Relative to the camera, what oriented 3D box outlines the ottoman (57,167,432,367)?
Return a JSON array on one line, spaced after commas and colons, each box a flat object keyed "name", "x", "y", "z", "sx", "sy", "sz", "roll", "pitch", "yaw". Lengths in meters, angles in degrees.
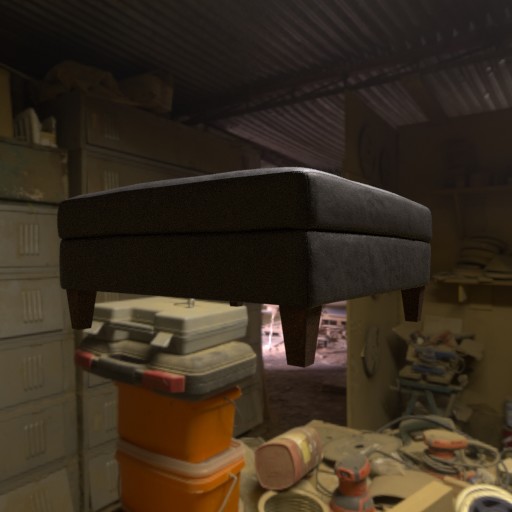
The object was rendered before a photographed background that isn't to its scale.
[{"name": "ottoman", "x": 0.000, "y": 0.000, "z": 1.343, "sx": 0.844, "sy": 0.415, "sz": 0.836, "roll": 0, "pitch": 0, "yaw": 36}]
